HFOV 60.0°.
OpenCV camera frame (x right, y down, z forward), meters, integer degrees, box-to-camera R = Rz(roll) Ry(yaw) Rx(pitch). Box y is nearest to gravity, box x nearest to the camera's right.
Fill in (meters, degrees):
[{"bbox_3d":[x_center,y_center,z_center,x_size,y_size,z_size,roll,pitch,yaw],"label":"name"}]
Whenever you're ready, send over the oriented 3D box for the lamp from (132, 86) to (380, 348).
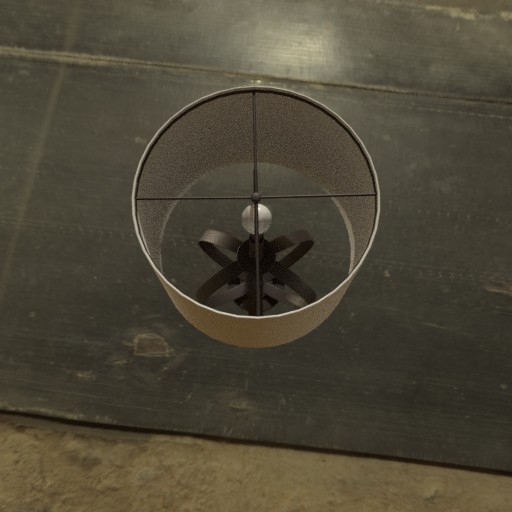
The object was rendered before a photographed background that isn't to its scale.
[{"bbox_3d":[0.000,0.000,0.696,0.286,0.510,0.286,0,76,0],"label":"lamp"}]
